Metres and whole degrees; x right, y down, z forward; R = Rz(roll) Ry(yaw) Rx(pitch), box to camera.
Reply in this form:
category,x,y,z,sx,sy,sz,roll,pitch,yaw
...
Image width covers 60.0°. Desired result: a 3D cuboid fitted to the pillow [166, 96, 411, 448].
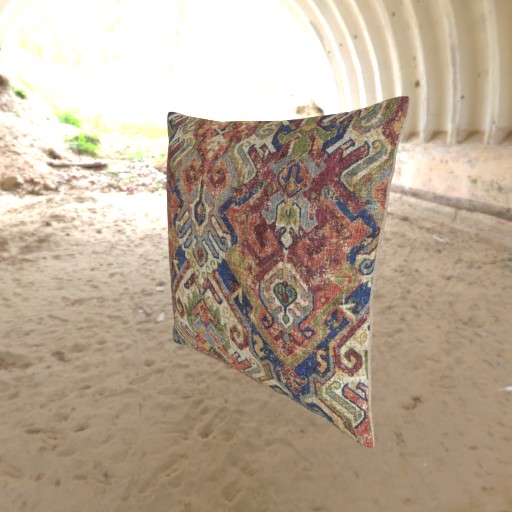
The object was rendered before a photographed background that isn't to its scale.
category,x,y,z,sx,sy,sz,roll,pitch,yaw
pillow,0.000,0.000,0.783,0.523,0.506,0.166,15,21,43
